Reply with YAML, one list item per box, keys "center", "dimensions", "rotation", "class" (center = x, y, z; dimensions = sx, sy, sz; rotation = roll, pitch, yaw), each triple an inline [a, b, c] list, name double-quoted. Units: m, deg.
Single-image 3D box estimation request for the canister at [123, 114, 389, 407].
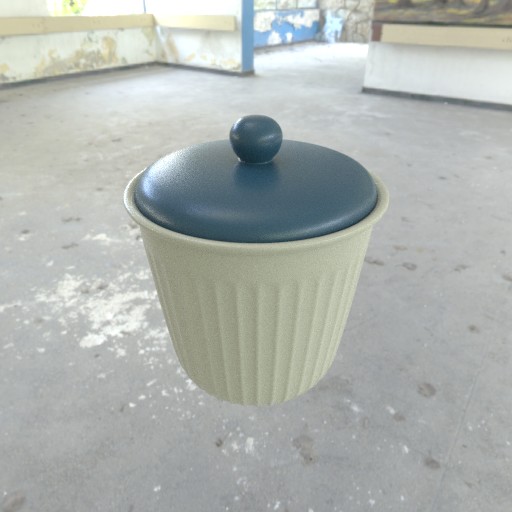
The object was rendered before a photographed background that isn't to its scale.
- center: [0.000, 0.000, 0.341]
  dimensions: [0.181, 0.211, 0.181]
  rotation: [0, 31, 0]
  class: "canister"
